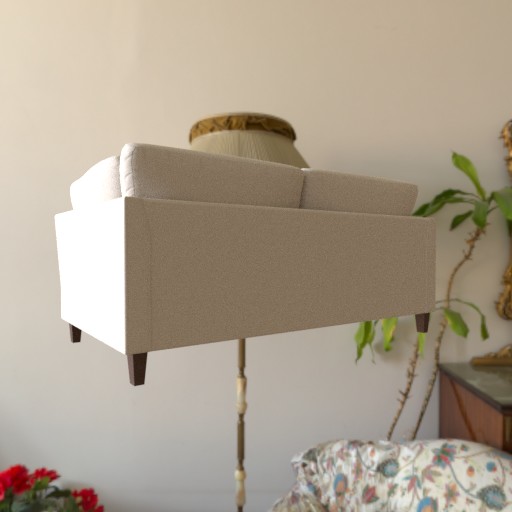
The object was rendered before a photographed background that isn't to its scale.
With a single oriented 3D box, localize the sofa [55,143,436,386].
[{"bbox_3d":[0.000,0.000,2.310,1.776,0.836,0.970,-1,1,-35],"label":"sofa"}]
